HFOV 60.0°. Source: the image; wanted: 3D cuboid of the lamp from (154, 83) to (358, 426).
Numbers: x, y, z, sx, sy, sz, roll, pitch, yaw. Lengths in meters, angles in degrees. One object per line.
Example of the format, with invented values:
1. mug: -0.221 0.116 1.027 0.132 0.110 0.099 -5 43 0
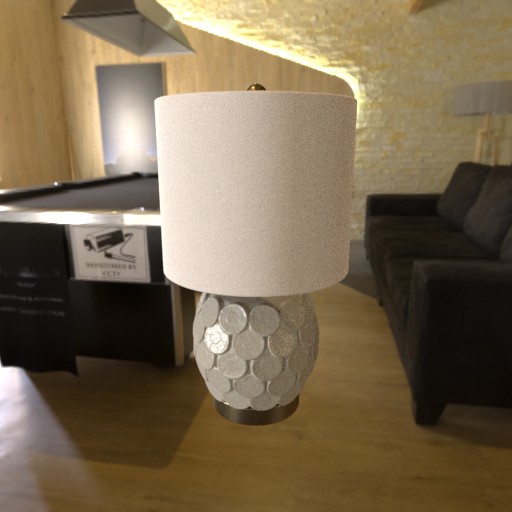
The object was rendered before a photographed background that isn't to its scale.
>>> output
1. lamp: 0.000 0.000 0.619 0.254 0.452 0.254 0 15 0
